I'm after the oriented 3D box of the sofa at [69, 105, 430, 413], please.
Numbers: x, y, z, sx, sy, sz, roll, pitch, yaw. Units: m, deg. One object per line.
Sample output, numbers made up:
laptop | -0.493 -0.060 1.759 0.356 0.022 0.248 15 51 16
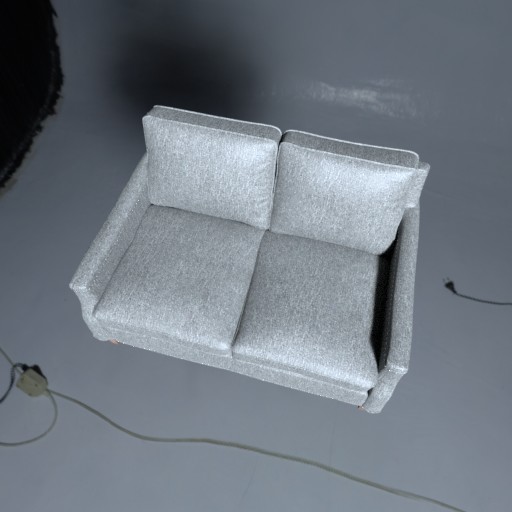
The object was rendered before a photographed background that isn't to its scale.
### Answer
sofa | 0.000 0.000 2.318 1.597 1.003 1.084 13 59 8
